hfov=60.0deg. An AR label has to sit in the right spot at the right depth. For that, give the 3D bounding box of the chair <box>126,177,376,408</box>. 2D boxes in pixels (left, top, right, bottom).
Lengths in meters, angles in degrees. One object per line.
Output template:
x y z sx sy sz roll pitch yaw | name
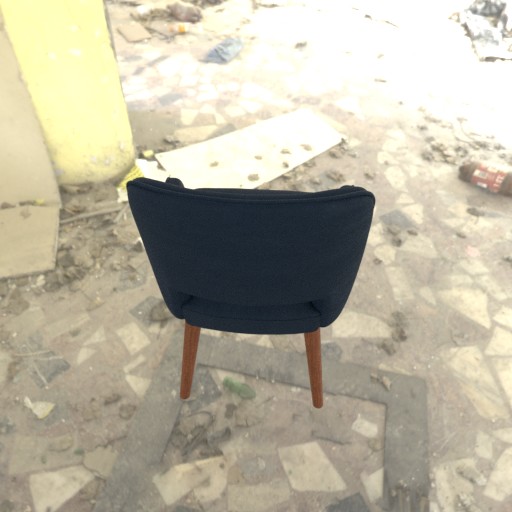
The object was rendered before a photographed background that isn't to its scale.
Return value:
0.000 0.000 1.226 0.559 0.844 0.591 3 47 3 | chair
